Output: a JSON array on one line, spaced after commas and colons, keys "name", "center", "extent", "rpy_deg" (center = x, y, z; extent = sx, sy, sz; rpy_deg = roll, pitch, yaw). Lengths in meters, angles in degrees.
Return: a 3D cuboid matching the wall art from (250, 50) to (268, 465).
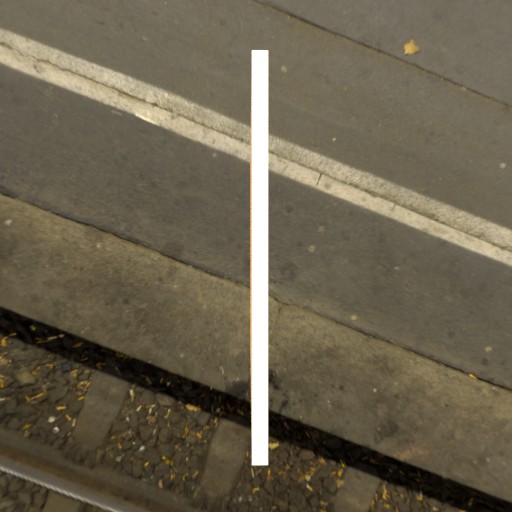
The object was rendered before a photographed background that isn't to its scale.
[{"name": "wall art", "center": [0.000, 0.000, 1.112], "extent": [0.026, 0.811, 0.661], "rpy_deg": [0, 91, -1]}]
